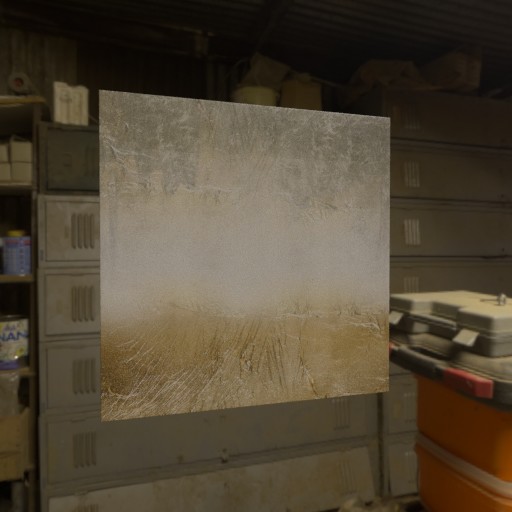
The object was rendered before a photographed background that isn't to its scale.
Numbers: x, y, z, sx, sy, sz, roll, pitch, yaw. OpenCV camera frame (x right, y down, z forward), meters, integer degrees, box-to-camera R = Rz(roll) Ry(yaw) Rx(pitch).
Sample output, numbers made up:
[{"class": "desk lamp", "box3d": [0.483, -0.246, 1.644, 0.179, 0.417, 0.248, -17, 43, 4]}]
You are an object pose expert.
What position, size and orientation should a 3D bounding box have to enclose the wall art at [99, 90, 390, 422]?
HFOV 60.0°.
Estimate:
[{"class": "wall art", "box3d": [0.000, 0.000, 0.919, 0.610, 0.610, 0.038, 0, 1, -17]}]
